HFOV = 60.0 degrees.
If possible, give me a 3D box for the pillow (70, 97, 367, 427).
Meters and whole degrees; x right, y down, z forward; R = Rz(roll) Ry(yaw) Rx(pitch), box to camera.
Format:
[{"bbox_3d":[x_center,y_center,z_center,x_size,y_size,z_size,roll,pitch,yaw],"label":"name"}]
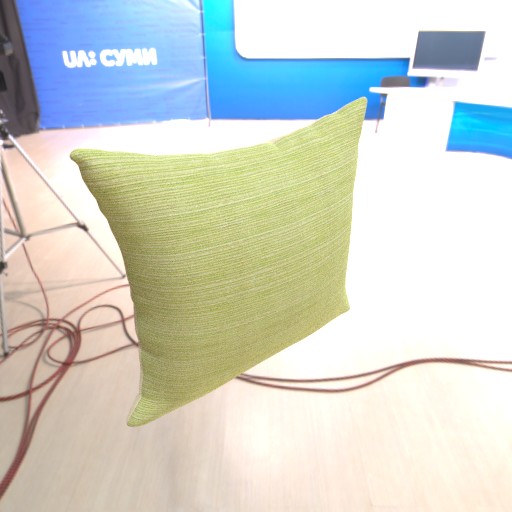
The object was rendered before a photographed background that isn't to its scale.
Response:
[{"bbox_3d":[0.000,0.000,0.787,0.560,0.487,0.229,-21,36,-33],"label":"pillow"}]
